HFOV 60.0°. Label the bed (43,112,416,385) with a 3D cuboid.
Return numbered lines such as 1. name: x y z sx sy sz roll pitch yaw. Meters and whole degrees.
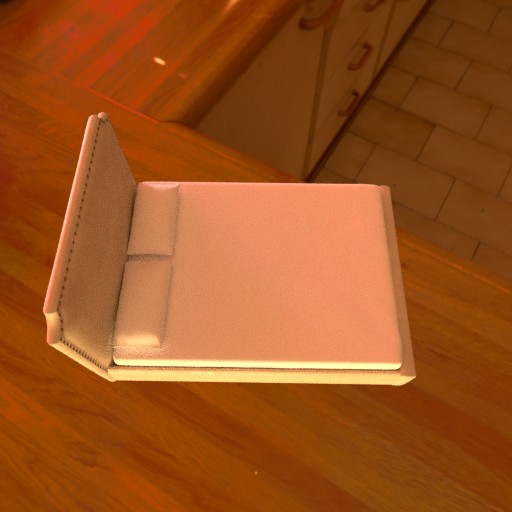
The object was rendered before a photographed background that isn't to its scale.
1. bed: 0.000 0.000 3.363 2.372 1.443 1.712 1 64 0
